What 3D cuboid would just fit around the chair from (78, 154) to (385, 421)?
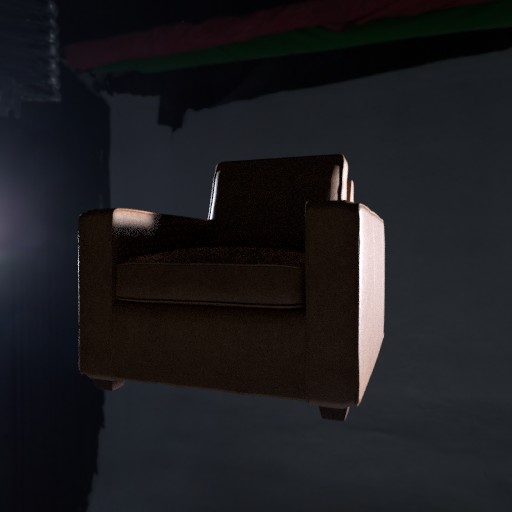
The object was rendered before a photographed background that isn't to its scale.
[{"bbox_3d":[0.000,0.000,1.786,0.987,0.901,1.027,0,1,17],"label":"chair"}]
